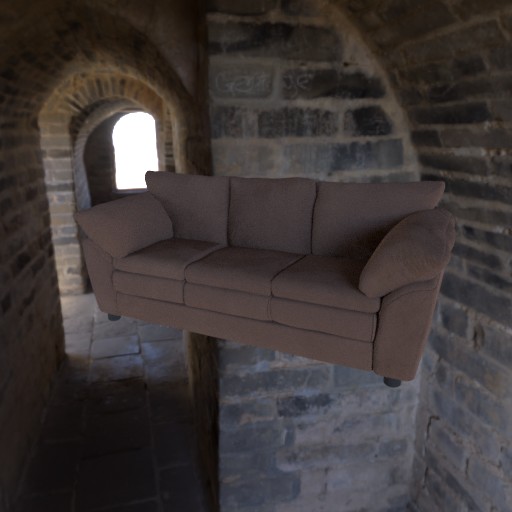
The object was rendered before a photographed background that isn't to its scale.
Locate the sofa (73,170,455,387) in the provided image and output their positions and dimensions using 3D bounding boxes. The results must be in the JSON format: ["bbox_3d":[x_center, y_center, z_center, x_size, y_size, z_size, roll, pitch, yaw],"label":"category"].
[{"bbox_3d":[0.000,0.000,2.886,2.336,1.015,0.878,7,16,26],"label":"sofa"}]
